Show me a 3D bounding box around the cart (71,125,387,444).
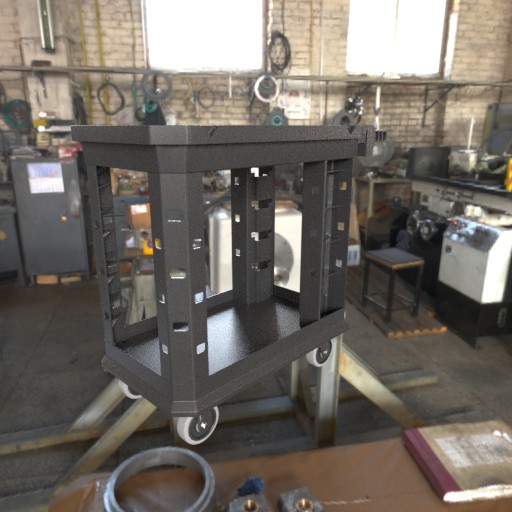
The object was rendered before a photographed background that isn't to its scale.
[{"bbox_3d":[0.000,0.000,1.565,0.497,0.884,1.061,15,22,42],"label":"cart"}]
